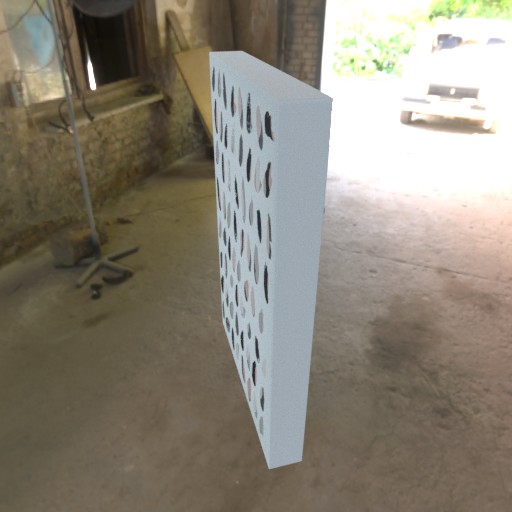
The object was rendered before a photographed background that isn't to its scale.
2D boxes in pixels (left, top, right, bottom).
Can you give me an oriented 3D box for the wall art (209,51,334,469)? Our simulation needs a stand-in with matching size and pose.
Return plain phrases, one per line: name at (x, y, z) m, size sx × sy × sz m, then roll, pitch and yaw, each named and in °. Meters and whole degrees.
wall art at (0.000, 0.000, 0.485) m, size 0.039 × 0.381 × 0.252 m, roll -8°, pitch 32°, yaw -13°
